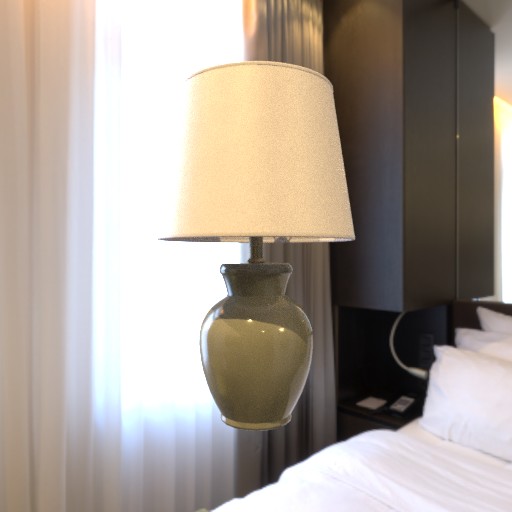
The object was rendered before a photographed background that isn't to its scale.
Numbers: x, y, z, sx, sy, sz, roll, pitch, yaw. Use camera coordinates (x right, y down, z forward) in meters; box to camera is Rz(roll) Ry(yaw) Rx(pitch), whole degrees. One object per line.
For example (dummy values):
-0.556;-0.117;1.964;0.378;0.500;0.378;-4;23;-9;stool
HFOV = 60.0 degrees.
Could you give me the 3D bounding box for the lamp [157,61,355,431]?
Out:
0.000;0.000;0.548;0.239;0.399;0.239;0;0;0;lamp
